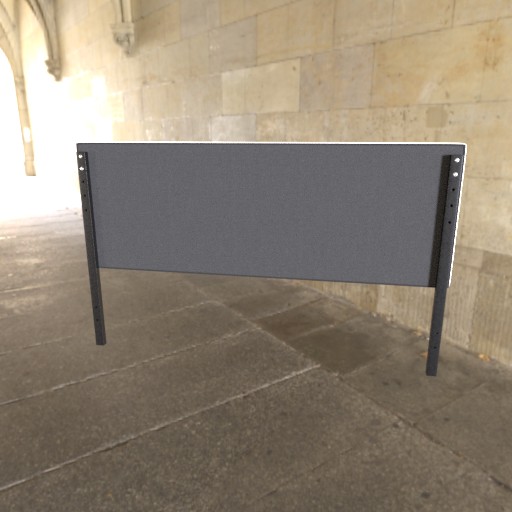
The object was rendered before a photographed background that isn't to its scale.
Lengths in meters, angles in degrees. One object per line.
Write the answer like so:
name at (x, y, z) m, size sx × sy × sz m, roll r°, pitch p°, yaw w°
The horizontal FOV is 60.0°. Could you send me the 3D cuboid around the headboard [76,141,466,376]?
headboard at (0.000, 0.000, 2.832) m, size 2.362 × 1.410 × 0.120 m, roll 3°, pitch 16°, yaw 10°
